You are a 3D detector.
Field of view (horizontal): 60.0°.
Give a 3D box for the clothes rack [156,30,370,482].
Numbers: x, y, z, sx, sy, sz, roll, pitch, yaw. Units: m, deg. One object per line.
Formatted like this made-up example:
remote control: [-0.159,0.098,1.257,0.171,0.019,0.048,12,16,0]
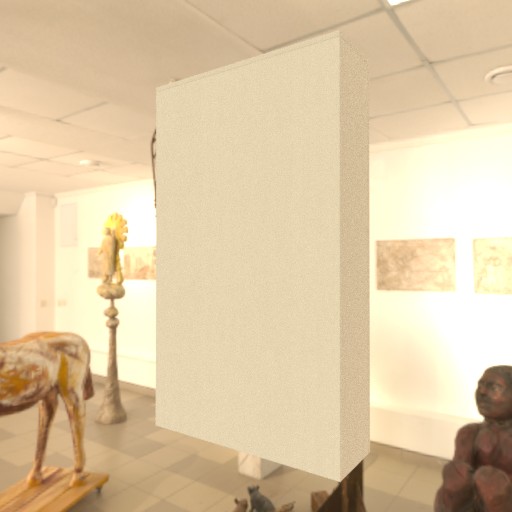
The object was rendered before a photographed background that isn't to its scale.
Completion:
clothes rack: [0.000,0.000,1.570,0.750,1.280,0.250,0,0,35]
